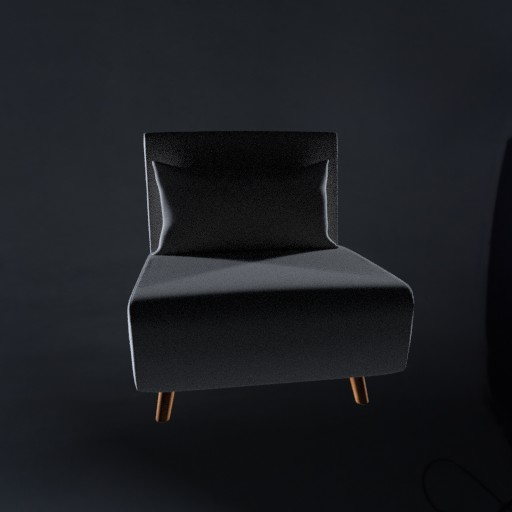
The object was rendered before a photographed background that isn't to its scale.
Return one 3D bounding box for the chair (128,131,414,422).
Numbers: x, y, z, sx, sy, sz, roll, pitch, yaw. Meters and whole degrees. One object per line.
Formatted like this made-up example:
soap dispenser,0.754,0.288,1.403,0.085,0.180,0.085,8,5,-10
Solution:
chair,0.000,0.000,1.502,0.770,0.808,0.902,-2,17,-8
